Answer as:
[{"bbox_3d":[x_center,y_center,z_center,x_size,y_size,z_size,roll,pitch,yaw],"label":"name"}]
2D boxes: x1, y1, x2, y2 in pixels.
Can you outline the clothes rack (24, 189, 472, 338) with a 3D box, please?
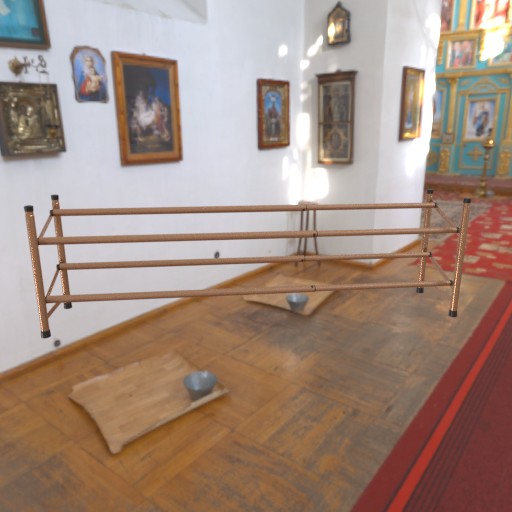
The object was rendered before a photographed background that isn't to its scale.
[{"bbox_3d":[0.000,0.000,1.293,1.168,0.349,0.229,-2,15,-7],"label":"clothes rack"}]
